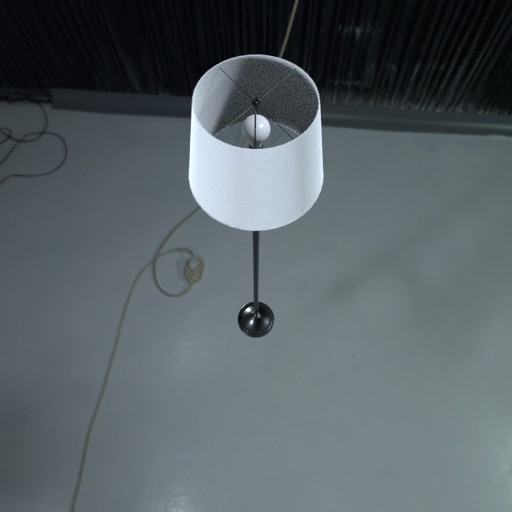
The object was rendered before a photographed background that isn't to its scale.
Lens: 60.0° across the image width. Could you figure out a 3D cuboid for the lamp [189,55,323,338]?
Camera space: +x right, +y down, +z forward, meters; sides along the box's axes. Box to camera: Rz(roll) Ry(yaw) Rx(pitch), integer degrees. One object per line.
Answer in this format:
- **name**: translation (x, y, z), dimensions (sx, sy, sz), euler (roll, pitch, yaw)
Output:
- **lamp**: translation (0.000, 0.000, 1.735), dimensions (0.379, 1.623, 0.379), euler (0, 64, 0)
